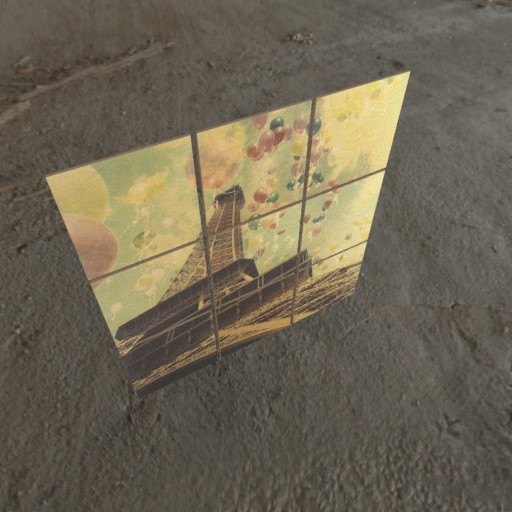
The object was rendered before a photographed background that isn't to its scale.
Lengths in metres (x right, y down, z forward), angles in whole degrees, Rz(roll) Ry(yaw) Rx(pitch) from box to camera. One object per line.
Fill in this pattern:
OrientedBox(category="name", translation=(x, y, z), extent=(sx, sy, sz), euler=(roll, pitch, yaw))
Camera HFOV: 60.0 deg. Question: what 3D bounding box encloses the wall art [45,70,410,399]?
OrientedBox(category="wall art", translation=(0.000, 0.000, 1.761), extent=(1.219, 1.218, 0.013), euler=(-23, 50, -20))
